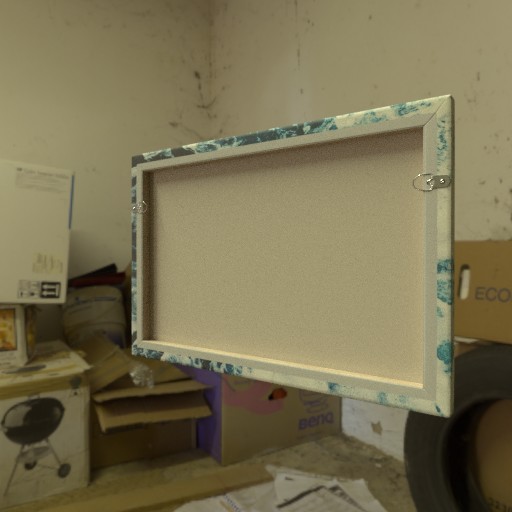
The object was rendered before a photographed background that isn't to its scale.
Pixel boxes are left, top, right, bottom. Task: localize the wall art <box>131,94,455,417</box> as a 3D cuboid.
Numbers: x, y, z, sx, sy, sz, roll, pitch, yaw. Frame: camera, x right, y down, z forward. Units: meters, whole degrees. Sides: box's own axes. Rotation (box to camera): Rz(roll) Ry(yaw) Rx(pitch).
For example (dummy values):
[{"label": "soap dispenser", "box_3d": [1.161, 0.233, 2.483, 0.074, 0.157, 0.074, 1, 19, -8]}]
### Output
[{"label": "wall art", "box_3d": [0.000, 0.000, 1.842, 1.524, 1.017, 0.055, 0, 0, 35]}]
